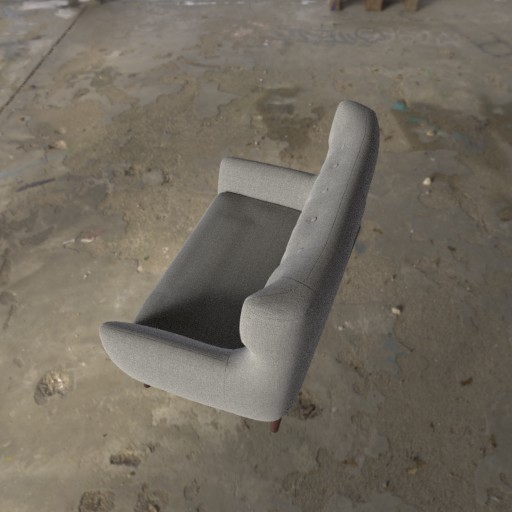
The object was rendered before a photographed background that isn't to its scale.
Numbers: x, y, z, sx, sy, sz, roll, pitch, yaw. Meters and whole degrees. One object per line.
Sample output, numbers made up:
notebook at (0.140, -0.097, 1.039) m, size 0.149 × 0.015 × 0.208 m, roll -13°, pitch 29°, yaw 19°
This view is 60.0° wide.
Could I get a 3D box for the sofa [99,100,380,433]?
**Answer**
sofa at (0.000, 0.000, 2.087) m, size 0.884 × 1.028 × 1.386 m, roll 14°, pitch 47°, yaw 14°
